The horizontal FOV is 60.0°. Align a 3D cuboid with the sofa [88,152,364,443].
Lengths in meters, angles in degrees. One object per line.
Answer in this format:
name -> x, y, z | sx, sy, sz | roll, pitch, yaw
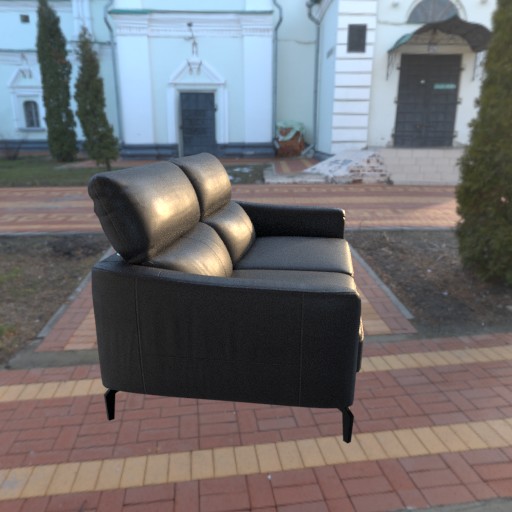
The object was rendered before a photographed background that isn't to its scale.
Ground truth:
sofa -> 0.000, 0.000, 2.179 | 0.958, 0.920, 1.596 | 3, 16, 9
